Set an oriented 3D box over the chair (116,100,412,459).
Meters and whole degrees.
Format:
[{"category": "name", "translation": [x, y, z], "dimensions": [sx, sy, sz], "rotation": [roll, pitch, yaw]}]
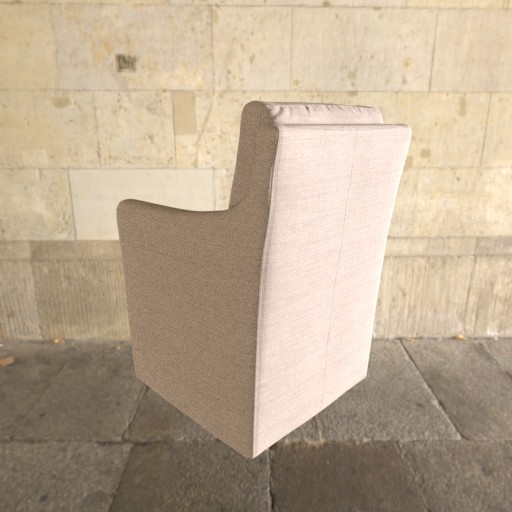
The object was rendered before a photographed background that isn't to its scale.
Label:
[{"category": "chair", "translation": [0.000, 0.000, 1.415], "dimensions": [0.694, 0.914, 0.626], "rotation": [16, 23, 43]}]
